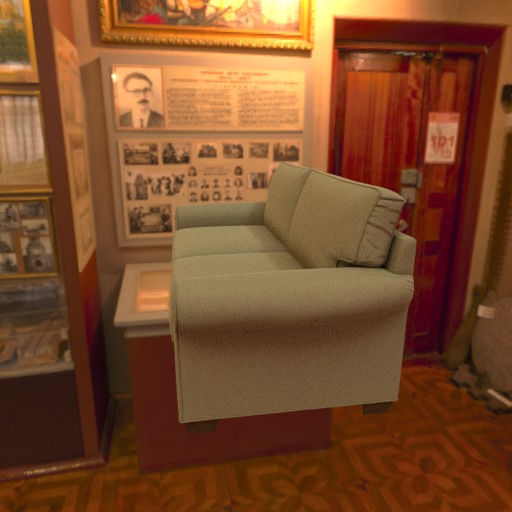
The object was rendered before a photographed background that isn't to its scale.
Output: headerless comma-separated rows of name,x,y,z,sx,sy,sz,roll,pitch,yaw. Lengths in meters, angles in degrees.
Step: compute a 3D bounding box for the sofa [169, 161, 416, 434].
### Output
sofa,0.000,0.000,2.483,0.940,0.952,1.930,-3,16,-9
